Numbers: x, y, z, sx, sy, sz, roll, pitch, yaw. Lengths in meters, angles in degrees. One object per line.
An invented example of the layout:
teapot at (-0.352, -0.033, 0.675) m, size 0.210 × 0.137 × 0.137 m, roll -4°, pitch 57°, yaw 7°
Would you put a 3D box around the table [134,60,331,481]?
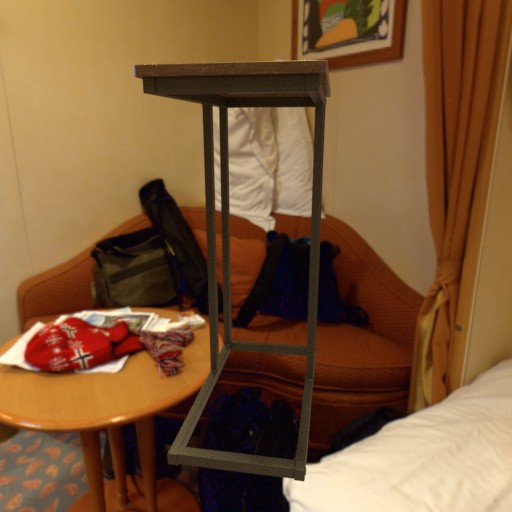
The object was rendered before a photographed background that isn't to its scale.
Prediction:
table at (0.000, 0.000, 0.862) m, size 0.254 × 0.637 × 0.450 m, roll 3°, pitch 16°, yaw 9°
